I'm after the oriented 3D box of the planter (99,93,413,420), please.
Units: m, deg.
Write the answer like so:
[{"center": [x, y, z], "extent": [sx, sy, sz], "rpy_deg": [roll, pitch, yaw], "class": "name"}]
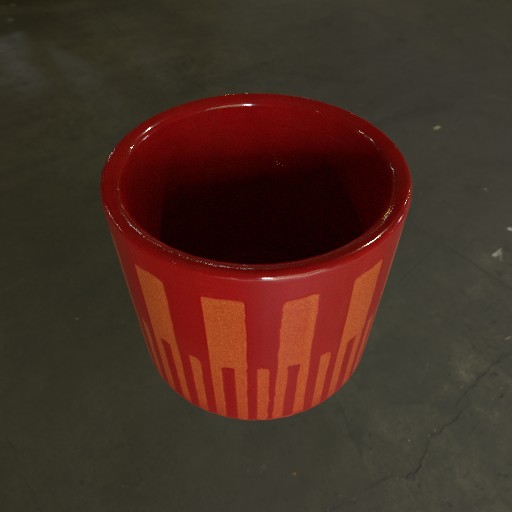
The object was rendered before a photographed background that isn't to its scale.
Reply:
[{"center": [0.000, 0.000, 0.404], "extent": [0.230, 0.202, 0.230], "rpy_deg": [0, 46, 0], "class": "planter"}]
